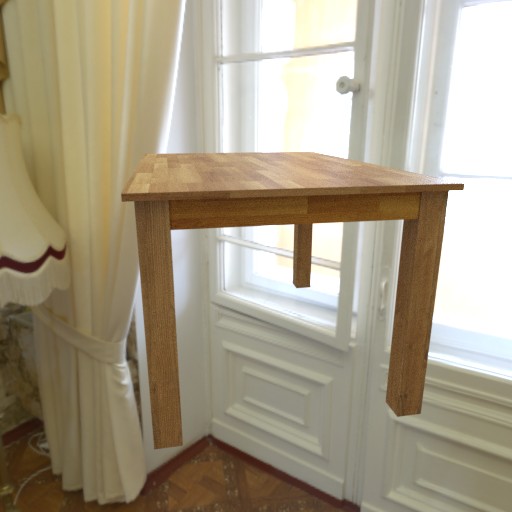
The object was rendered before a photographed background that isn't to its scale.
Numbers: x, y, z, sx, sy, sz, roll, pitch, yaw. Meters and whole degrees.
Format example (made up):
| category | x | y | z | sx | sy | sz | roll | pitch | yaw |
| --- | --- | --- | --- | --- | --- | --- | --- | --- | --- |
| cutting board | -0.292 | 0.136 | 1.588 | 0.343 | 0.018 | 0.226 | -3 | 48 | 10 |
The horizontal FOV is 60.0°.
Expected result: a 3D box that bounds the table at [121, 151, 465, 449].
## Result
| category | x | y | z | sx | sy | sz | roll | pitch | yaw |
| --- | --- | --- | --- | --- | --- | --- | --- | --- | --- |
| table | 0.000 | 0.000 | 1.840 | 0.900 | 0.750 | 1.300 | -3 | 17 | -11 |
